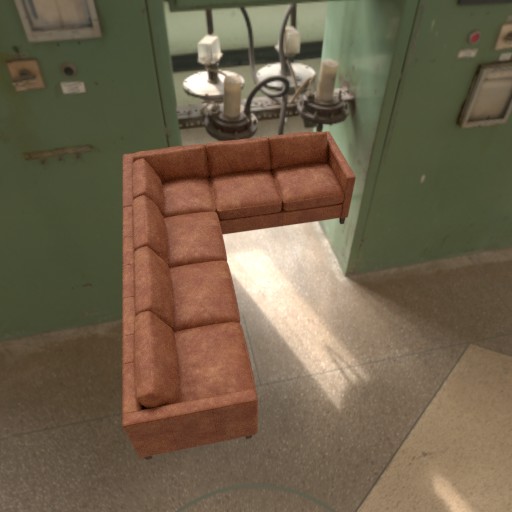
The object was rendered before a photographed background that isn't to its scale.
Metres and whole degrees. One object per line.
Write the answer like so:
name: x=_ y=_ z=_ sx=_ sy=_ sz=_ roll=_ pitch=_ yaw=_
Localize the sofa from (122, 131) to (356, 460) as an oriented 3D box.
sofa: x=0.000 y=0.000 z=4.282 sx=2.438 sy=0.838 sz=3.167 roll=-8 pitch=48 yaw=-8
